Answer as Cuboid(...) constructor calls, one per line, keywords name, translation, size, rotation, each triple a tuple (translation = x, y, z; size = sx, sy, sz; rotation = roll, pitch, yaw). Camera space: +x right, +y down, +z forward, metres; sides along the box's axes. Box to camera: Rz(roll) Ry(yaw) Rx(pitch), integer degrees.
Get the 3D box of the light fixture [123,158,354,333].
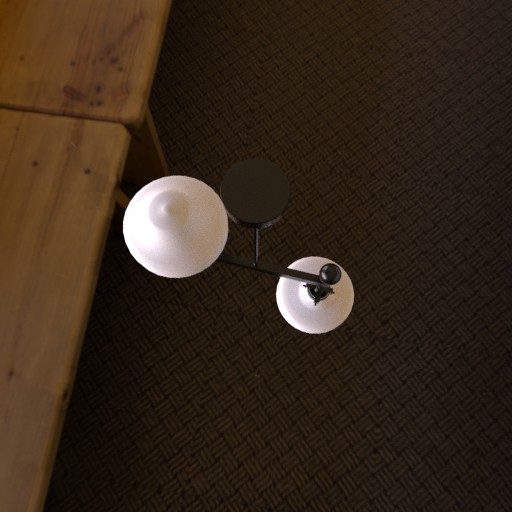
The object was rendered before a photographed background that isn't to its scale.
Cuboid(name="light fixture", translation=(0.000, 0.000, 1.004), size=(0.489, 0.743, 0.422), rotation=(-23, 76, -6))
